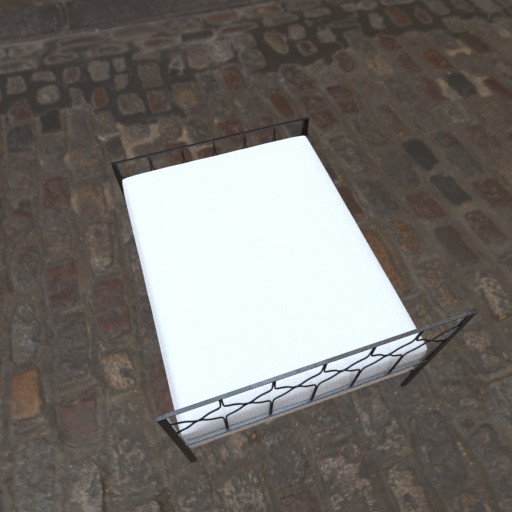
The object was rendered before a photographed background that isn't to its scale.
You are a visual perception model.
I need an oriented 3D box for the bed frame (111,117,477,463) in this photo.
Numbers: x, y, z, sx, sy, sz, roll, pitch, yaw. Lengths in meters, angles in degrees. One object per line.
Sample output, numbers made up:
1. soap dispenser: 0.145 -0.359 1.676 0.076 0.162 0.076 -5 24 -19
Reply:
1. bed frame: 0.000 0.000 3.075 1.597 1.222 2.063 -16 59 -10
